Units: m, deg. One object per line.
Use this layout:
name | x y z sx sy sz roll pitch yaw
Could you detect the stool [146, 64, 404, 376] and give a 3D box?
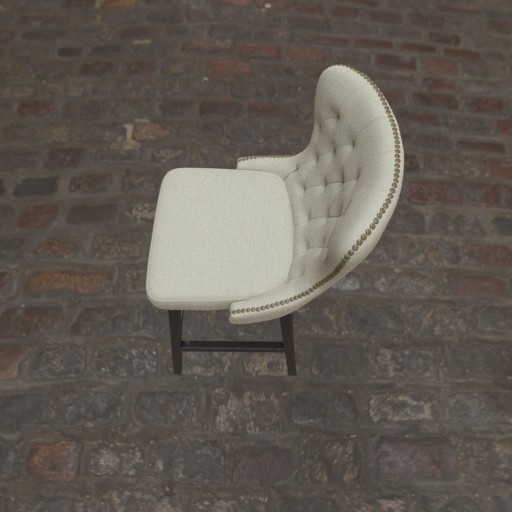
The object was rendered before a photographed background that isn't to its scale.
stool | 0.000 0.000 1.301 0.593 0.971 0.528 1 59 0
